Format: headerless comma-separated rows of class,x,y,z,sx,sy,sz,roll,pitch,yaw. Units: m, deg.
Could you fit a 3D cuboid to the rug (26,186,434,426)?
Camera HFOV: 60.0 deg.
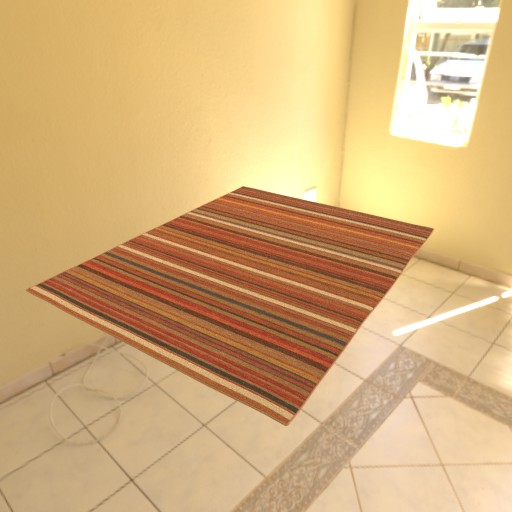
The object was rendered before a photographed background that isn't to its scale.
rug,0.000,0.000,4.132,2.479,0.023,3.092,18,33,30
